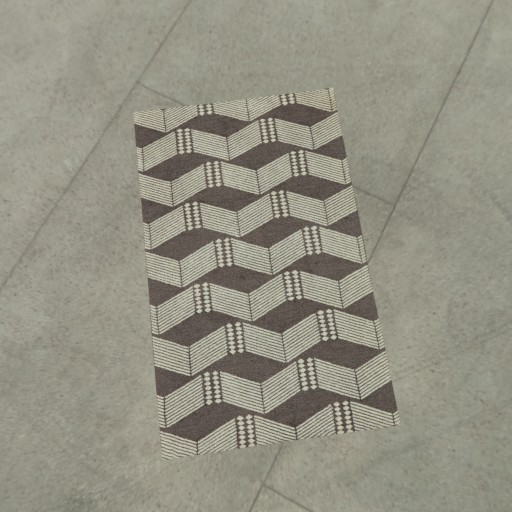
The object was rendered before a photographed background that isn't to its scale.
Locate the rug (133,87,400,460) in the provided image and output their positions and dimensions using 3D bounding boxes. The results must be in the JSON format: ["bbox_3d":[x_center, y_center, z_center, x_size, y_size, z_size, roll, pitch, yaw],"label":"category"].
[{"bbox_3d":[0.000,0.000,3.061,1.517,0.011,2.435,-8,77,-2],"label":"rug"}]
